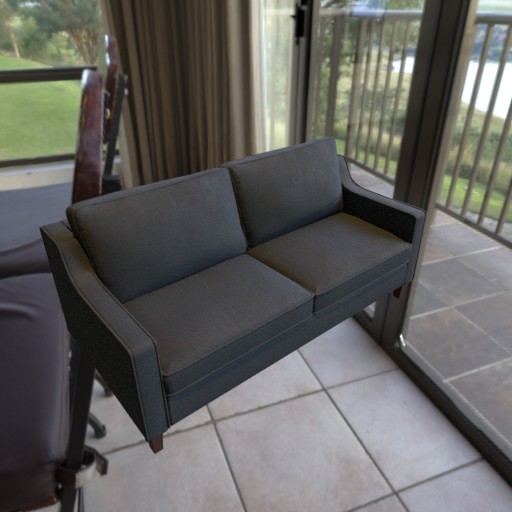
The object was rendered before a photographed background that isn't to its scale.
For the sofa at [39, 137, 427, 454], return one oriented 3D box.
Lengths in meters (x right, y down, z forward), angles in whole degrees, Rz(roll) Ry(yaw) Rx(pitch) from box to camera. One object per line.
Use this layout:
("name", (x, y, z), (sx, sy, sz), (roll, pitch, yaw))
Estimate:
("sofa", (0.000, 0.000, 2.818), (2.178, 1.071, 1.066), (-23, 37, -33))
